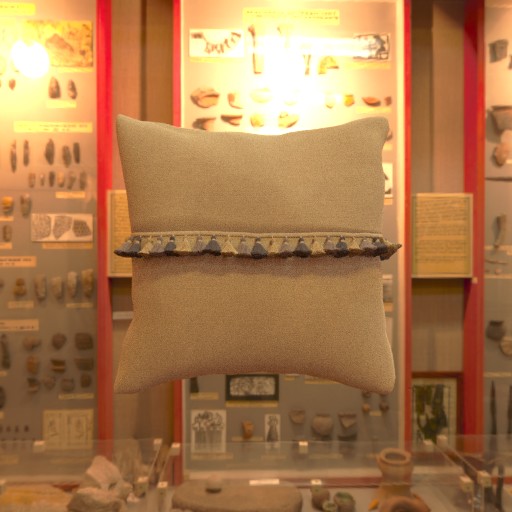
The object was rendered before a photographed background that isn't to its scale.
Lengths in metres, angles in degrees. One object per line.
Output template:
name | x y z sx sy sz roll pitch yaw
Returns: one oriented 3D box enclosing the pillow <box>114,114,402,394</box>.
pillow | 0.000 0.000 0.746 0.489 0.481 0.165 0 1 -1
